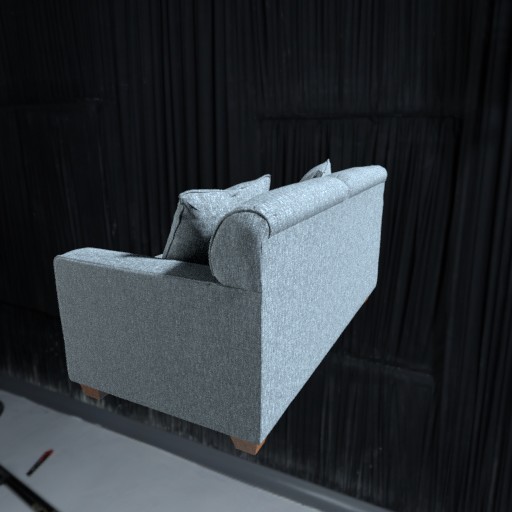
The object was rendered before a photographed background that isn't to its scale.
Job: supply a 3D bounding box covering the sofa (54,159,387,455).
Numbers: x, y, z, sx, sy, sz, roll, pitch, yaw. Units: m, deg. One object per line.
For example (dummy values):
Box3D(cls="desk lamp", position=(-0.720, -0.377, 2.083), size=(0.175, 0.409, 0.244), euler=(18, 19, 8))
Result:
Box3D(cls="sofa", position=(0.000, 0.000, 2.413), size=(0.998, 0.958, 1.846), euler=(8, 18, 26))
